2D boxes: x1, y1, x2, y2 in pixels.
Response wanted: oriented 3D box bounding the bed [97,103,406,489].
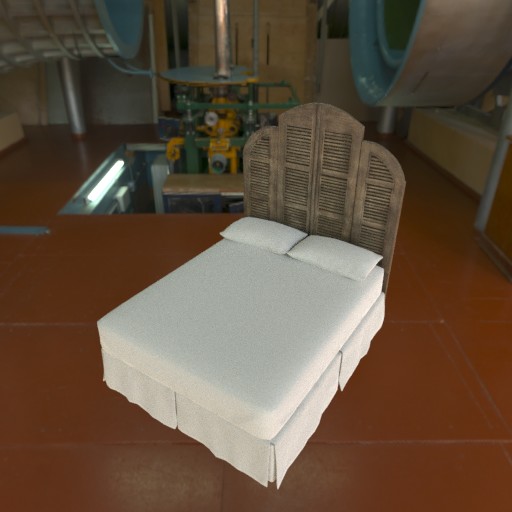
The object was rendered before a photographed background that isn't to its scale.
[{"bbox_3d":[0.000,0.000,3.539,1.713,2.019,2.138,18,35,29],"label":"bed"}]
